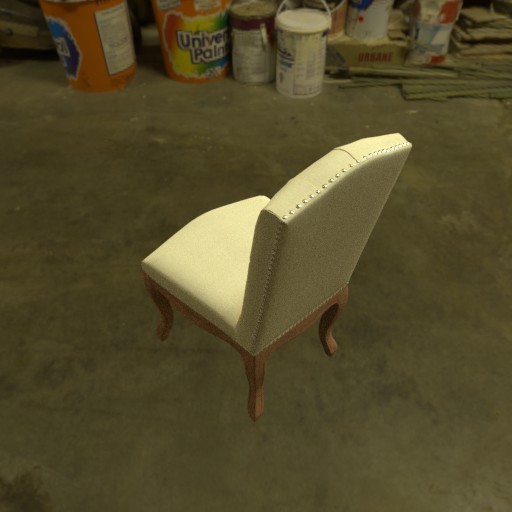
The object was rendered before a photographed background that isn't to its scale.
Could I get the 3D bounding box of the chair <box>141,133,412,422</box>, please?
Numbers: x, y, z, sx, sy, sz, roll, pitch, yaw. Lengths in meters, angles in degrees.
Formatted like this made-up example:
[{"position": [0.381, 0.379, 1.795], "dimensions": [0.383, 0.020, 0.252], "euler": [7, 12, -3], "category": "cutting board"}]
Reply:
[{"position": [0.000, 0.000, 1.586], "dimensions": [0.623, 1.165, 0.715], "euler": [-32, 54, -27], "category": "chair"}]
